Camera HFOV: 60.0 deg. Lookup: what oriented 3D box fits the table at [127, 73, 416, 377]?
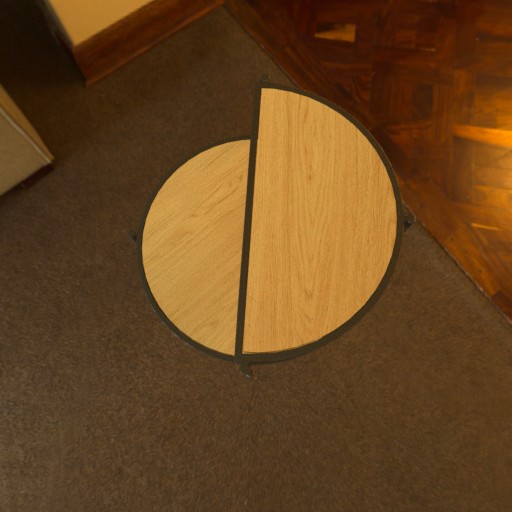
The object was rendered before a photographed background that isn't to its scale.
[{"bbox_3d":[0.000,0.000,1.186,0.628,0.684,0.629,4,75,1],"label":"table"}]
